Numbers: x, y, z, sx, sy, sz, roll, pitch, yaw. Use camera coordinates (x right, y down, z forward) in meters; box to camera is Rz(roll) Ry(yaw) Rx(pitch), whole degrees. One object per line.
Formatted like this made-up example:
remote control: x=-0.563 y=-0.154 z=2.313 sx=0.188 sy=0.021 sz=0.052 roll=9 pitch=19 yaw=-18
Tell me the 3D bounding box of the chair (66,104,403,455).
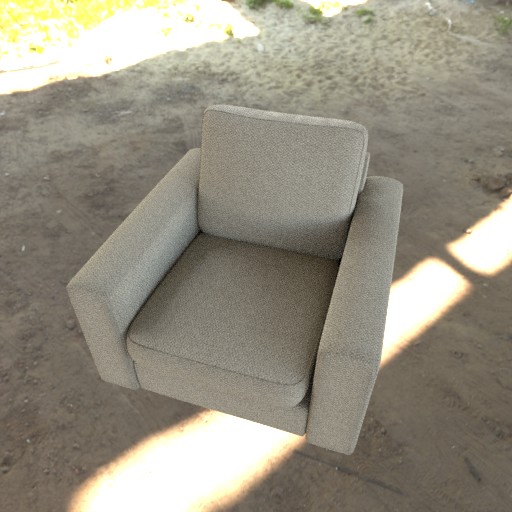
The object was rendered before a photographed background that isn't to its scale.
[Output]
chair: x=0.000 y=0.000 z=1.719 sx=1.005 sy=0.873 sz=1.016 roll=12 pitch=42 yaw=13
